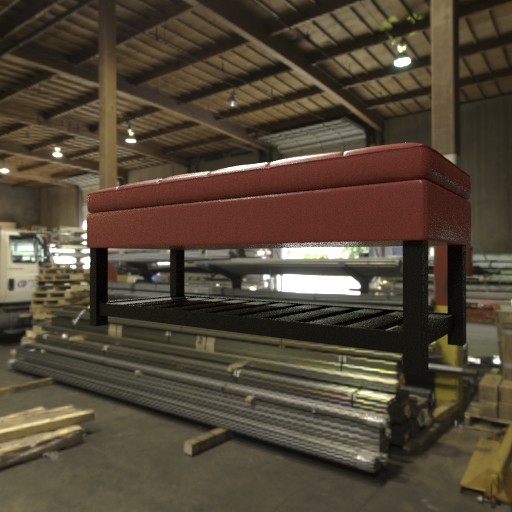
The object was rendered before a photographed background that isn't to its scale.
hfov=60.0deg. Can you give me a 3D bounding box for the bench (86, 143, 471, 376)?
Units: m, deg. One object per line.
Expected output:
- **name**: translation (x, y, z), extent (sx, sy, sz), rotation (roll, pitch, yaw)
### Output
- **bench**: translation (0.000, 0.000, 1.319), extent (1.105, 0.460, 0.432), rotation (0, 0, 36)
